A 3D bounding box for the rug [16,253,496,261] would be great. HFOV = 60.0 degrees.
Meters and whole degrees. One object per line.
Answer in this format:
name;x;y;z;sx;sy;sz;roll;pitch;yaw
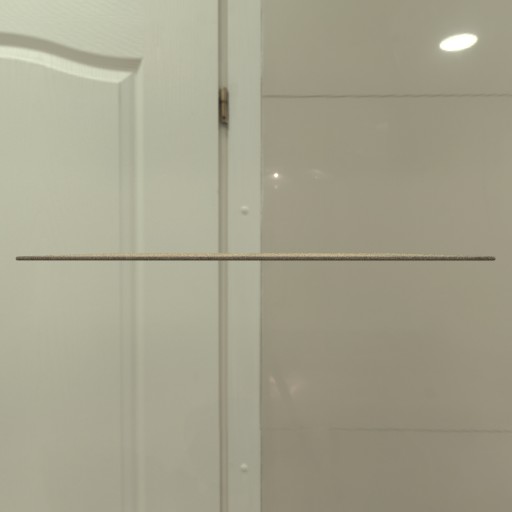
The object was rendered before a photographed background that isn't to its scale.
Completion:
rug;0.000;0.000;2.292;1.829;0.016;1.219;0;1;1
